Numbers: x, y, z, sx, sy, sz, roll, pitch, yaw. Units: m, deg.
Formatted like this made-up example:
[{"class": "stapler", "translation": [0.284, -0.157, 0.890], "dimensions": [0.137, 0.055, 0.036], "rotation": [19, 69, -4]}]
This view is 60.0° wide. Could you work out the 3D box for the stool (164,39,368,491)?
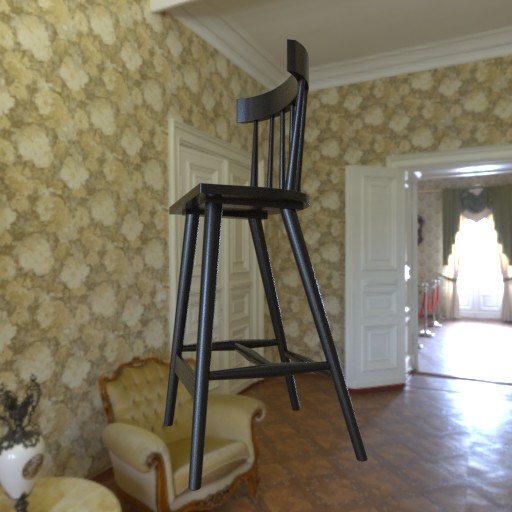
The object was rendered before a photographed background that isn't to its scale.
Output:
[{"class": "stool", "translation": [0.000, 0.000, 1.319], "dimensions": [0.483, 1.092, 0.482], "rotation": [0, -1, -19]}]
